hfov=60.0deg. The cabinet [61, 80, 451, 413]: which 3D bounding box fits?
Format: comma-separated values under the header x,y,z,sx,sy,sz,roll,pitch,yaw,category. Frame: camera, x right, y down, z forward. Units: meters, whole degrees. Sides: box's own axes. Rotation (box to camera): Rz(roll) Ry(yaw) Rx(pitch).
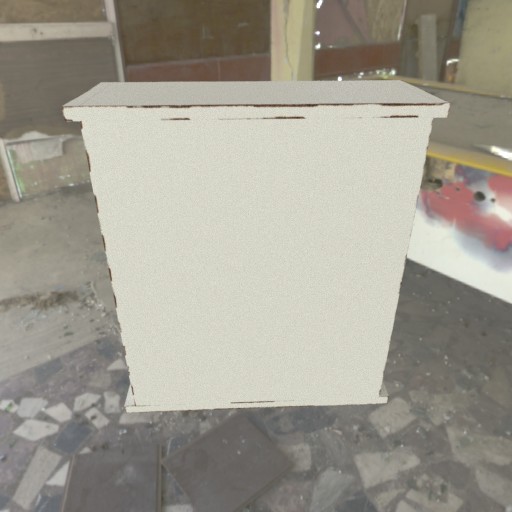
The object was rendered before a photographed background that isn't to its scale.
x,y,z,sx,sy,sz,roll,pitch,yaw,category
0.000,0.000,0.855,0.541,0.603,0.210,-1,30,-2,cabinet
